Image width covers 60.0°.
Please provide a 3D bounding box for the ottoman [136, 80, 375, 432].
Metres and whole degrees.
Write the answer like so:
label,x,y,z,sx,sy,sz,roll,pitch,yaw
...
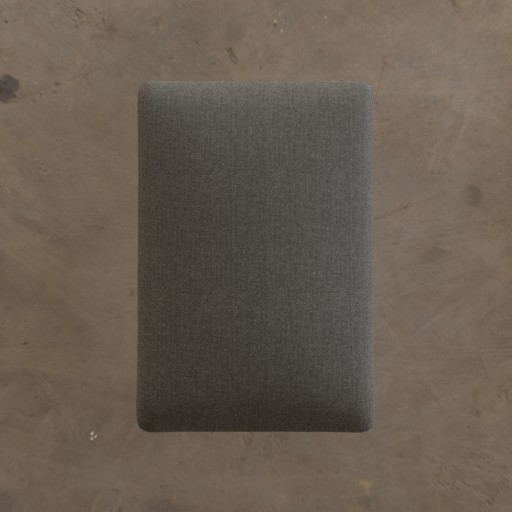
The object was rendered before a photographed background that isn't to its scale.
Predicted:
label,x,y,z,sx,sy,sz,roll,pitch,yaw
ottoman,0.000,0.000,1.429,0.711,0.483,1.041,0,89,0
